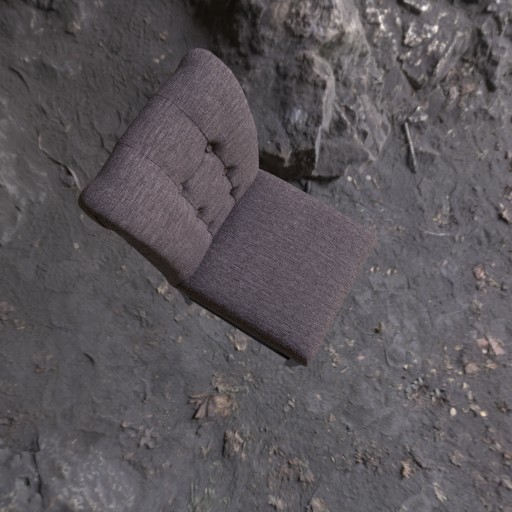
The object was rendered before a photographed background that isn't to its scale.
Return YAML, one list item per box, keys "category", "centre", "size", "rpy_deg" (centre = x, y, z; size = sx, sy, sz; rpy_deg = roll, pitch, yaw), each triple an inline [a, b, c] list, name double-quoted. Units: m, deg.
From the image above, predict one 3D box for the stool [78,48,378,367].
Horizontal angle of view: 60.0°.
- category: "stool"
  centre: [0.000, 0.000, 1.414]
  size: [0.613, 1.131, 0.452]
  rpy_deg: [30, 77, 8]
